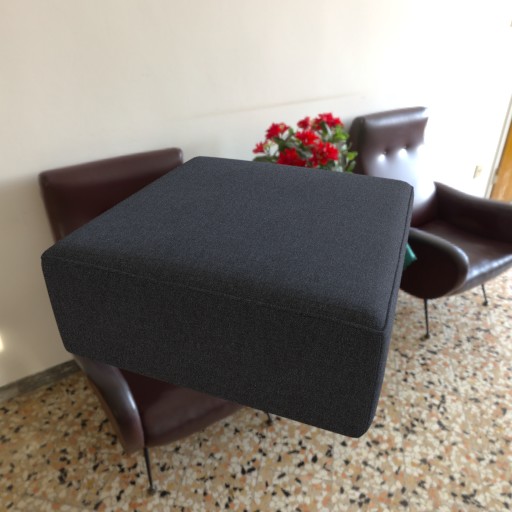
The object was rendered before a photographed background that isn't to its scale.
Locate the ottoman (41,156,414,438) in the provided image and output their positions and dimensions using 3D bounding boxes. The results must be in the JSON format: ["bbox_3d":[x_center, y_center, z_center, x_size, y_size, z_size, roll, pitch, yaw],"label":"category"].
[{"bbox_3d":[0.000,0.000,1.592,1.000,0.439,1.000,11,32,18],"label":"ottoman"}]
